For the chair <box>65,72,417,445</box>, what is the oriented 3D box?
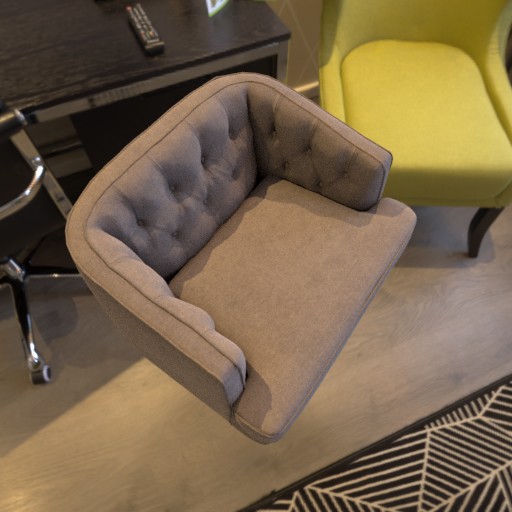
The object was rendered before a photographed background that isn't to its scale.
[{"bbox_3d":[0.000,0.000,1.765,0.941,0.852,1.104,31,64,17],"label":"chair"}]
